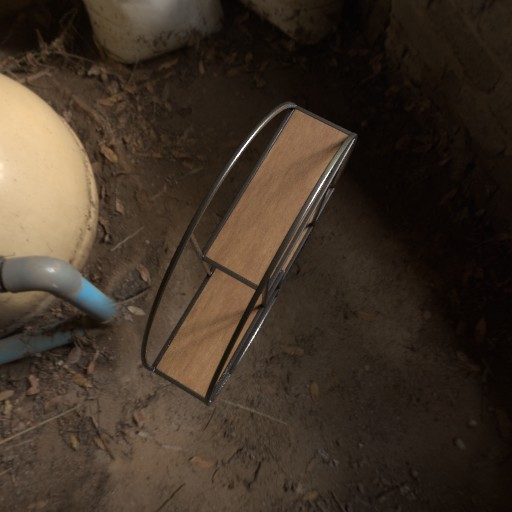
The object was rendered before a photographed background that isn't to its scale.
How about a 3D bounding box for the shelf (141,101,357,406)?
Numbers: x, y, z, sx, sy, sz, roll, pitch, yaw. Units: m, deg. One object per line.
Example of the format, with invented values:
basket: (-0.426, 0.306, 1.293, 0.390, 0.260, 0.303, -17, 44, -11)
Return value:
shelf: (0.000, 0.000, 1.355, 0.202, 0.888, 0.888, 29, 77, 7)
